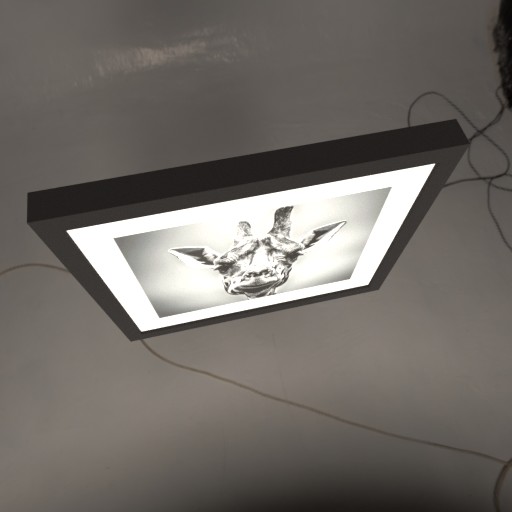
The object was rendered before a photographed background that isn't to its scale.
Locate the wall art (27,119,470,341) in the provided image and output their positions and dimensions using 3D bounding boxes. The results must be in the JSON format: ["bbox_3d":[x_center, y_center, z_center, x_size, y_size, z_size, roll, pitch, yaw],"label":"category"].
[{"bbox_3d":[0.000,0.000,0.525,0.381,0.330,0.031,-11,63,-6],"label":"wall art"}]
